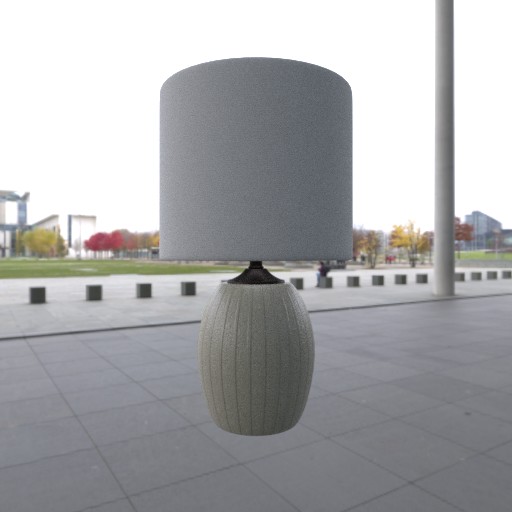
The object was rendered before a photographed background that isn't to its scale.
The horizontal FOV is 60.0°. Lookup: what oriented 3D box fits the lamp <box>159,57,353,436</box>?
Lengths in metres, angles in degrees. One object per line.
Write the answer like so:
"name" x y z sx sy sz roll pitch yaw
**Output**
"lamp" 0.000 0.000 0.771 0.329 0.570 0.329 0 0 -17
